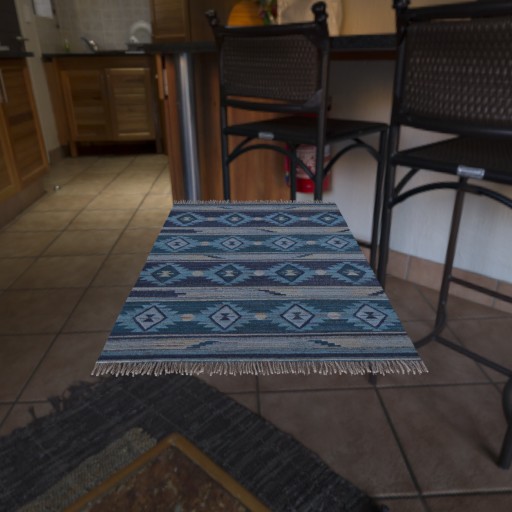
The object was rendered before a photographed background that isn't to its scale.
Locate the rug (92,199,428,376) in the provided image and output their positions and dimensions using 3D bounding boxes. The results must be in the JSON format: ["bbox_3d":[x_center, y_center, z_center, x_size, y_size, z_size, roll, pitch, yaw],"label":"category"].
[{"bbox_3d":[0.000,0.000,2.408,1.181,0.028,1.936,0,25,-1],"label":"rug"}]
